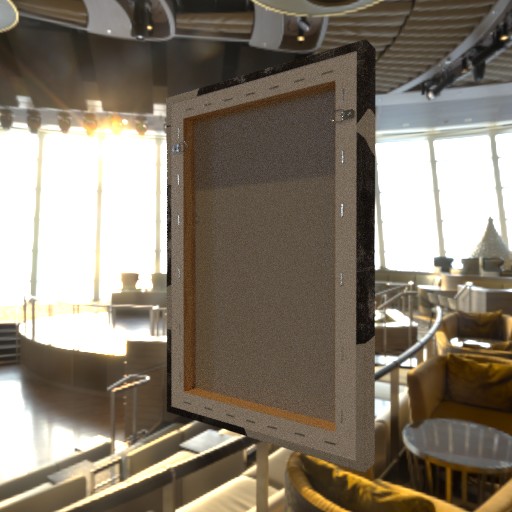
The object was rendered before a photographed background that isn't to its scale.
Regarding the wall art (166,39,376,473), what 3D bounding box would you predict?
[{"bbox_3d":[0.000,0.000,0.756,0.407,0.610,0.039,0,1,36],"label":"wall art"}]
